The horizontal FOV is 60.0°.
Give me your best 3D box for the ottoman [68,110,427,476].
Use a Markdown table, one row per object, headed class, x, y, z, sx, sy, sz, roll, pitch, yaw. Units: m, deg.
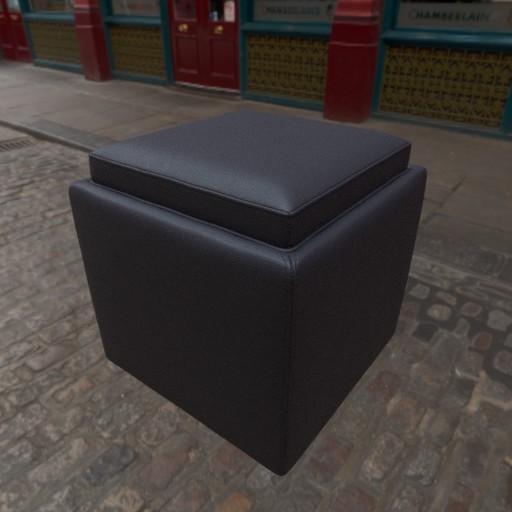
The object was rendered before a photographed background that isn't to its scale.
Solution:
| class | x | y | z | sx | sy | sz | roll | pitch | yaw |
| --- | --- | --- | --- | --- | --- | --- | --- | --- | --- |
| ottoman | 0.000 | 0.000 | 0.822 | 0.451 | 0.460 | 0.450 | 21 | 36 | 32 |
